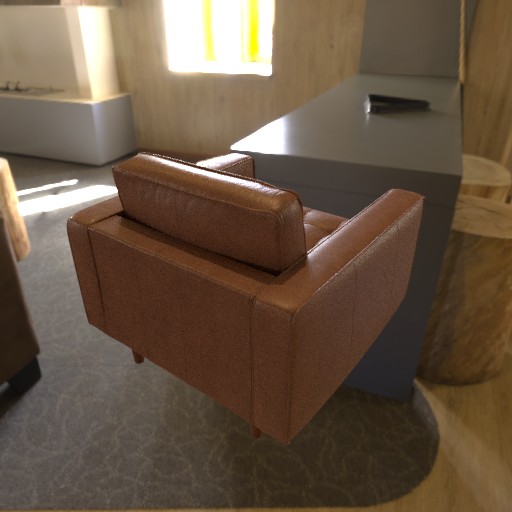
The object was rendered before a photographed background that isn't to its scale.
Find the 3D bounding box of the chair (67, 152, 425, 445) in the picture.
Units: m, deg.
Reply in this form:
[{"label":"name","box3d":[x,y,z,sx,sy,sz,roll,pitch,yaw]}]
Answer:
[{"label":"chair","box3d":[0.000,0.000,1.589,0.920,0.770,0.900,20,35,31]}]
